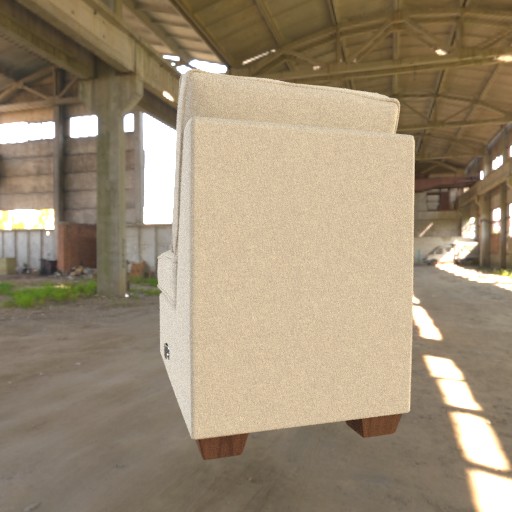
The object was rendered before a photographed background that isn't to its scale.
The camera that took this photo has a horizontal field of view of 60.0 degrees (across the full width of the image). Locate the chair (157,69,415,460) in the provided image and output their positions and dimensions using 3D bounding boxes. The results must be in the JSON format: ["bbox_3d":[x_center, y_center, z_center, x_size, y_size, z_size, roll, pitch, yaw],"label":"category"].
[{"bbox_3d":[0.000,0.000,1.542,0.621,0.970,0.938,0,1,-17],"label":"chair"}]
